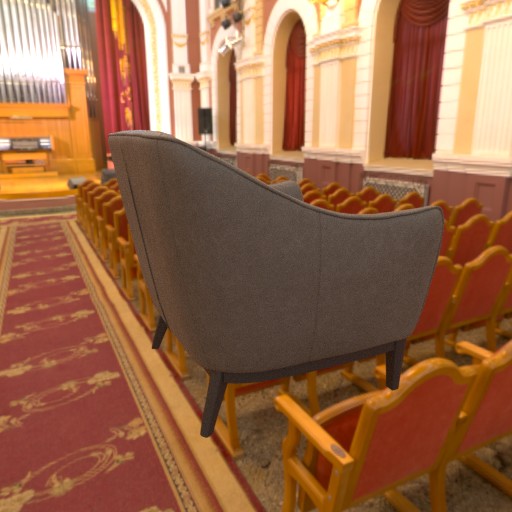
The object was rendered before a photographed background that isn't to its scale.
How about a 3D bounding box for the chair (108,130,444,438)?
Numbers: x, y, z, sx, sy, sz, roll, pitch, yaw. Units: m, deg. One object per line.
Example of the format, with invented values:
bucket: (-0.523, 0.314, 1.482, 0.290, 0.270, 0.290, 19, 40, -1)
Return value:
chair: (0.000, 0.000, 1.527, 0.852, 0.830, 0.871, -7, 17, -25)
